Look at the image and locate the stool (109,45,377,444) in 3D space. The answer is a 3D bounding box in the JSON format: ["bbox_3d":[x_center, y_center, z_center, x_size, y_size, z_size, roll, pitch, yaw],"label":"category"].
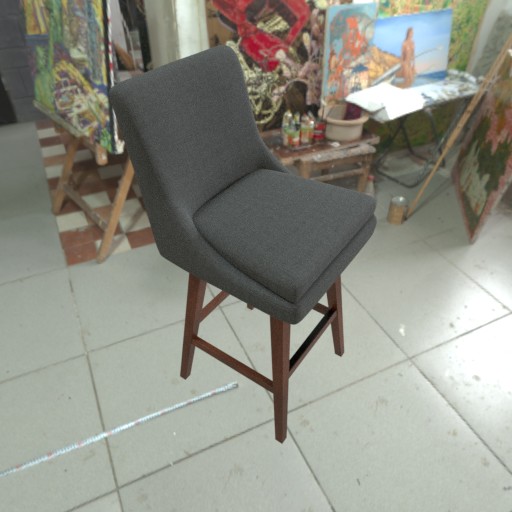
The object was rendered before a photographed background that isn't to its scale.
[{"bbox_3d":[0.000,0.000,1.261,0.524,0.977,0.447,25,46,26],"label":"stool"}]
